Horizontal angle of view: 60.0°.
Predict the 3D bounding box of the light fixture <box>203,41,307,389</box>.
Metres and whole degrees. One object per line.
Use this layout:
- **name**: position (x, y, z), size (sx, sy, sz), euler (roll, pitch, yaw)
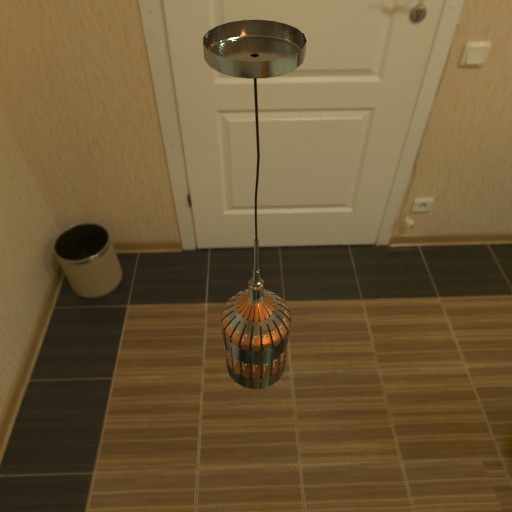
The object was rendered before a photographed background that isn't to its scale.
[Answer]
- **light fixture**: position (0.000, 0.000, 1.627), size (0.303, 1.535, 0.303), euler (0, 47, 0)
